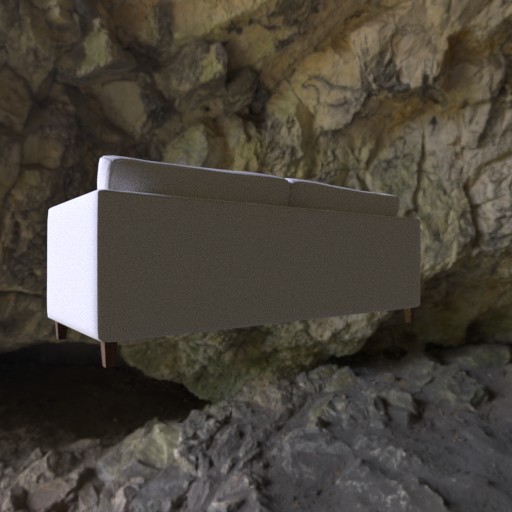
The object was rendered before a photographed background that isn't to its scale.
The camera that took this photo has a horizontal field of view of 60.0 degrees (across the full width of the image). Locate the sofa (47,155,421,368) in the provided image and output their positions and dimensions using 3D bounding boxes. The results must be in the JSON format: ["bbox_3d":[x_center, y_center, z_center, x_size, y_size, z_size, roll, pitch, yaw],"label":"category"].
[{"bbox_3d":[0.000,0.000,2.904,2.361,0.962,0.951,0,0,-37],"label":"sofa"}]
